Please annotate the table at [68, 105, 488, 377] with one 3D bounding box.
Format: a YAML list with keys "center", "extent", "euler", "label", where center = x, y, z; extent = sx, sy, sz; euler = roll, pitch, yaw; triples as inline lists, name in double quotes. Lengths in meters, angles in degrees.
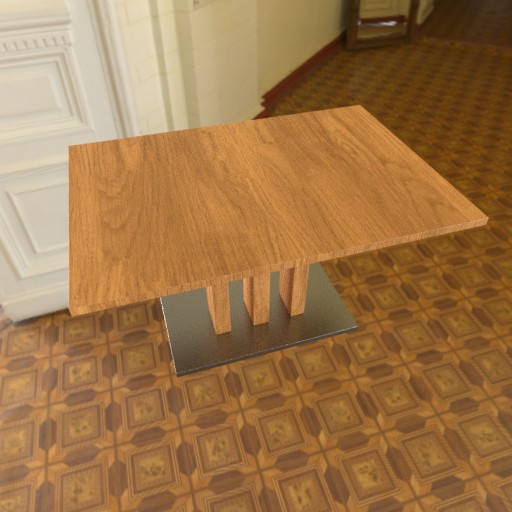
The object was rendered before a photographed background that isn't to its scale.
- center: [0.000, 0.000, 1.870]
  extent: [1.300, 0.770, 0.900]
  euler: [-12, 44, -13]
  label: "table"
